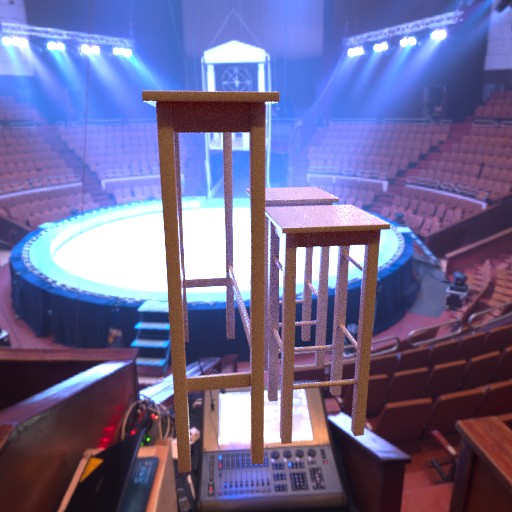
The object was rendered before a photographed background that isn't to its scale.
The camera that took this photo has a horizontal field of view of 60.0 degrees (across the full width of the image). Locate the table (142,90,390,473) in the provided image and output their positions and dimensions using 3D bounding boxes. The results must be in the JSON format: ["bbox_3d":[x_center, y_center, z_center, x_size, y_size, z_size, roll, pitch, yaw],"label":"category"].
[{"bbox_3d":[0.000,0.000,1.609,0.650,1.065,0.915,-3,17,-8],"label":"table"}]
